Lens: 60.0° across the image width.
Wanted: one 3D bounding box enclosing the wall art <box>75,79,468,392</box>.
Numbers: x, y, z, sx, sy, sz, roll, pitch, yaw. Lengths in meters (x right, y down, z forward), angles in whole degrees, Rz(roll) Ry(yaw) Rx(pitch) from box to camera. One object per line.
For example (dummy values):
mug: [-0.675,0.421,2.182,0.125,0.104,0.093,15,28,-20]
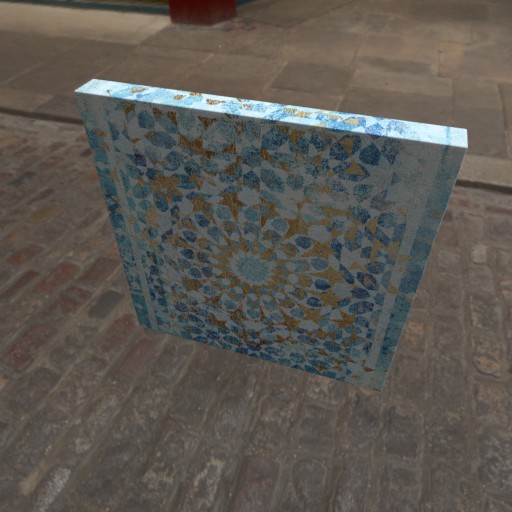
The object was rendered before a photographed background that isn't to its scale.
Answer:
wall art: [0.000,0.000,0.586,0.405,0.405,0.037,12,44,13]
